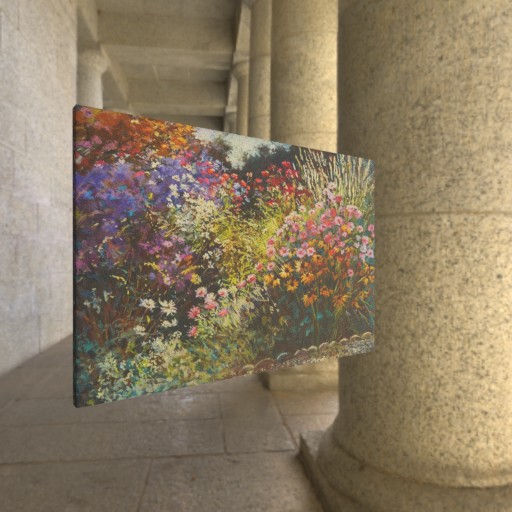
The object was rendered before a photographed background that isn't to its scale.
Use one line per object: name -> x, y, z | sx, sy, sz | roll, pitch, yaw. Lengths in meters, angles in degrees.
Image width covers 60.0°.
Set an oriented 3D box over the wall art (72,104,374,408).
wall art -> 0.000, 0.000, 1.455 | 1.136, 0.760, 0.042 | 0, 0, -36
